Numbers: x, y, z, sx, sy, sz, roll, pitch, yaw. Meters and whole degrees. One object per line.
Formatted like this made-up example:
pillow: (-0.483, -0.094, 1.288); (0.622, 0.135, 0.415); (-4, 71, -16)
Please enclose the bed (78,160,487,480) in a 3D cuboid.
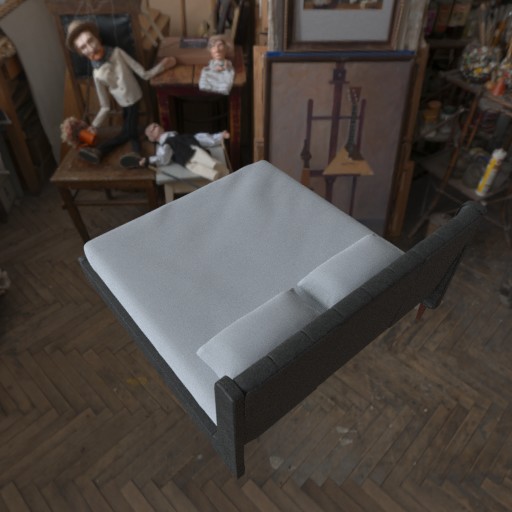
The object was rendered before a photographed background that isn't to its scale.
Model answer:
bed: (0.000, 0.000, 3.134); (1.903, 1.158, 2.031); (-31, 53, -27)
